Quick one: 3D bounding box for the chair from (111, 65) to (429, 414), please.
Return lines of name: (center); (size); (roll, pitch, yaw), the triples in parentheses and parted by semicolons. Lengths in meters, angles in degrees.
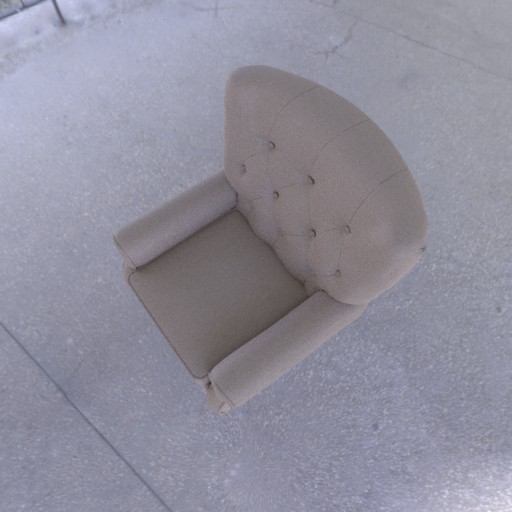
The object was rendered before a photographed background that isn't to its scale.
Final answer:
chair: (0.000, 0.000, 1.928); (1.041, 1.138, 0.999); (-34, 69, -15)
